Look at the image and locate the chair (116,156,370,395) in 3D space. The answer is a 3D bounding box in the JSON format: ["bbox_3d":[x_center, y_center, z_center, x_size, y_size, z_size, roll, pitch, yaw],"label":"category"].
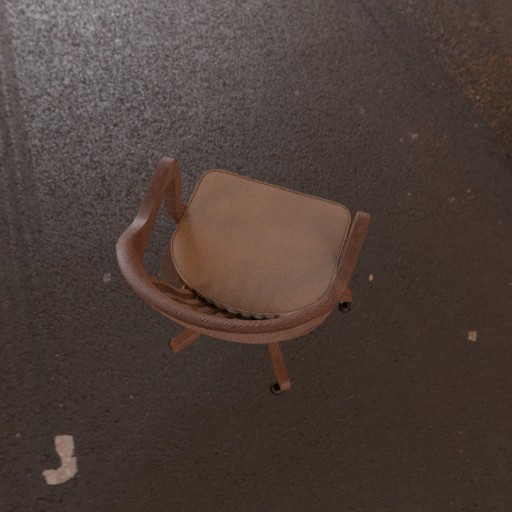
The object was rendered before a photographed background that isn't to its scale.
[{"bbox_3d":[0.000,0.000,1.448,0.750,0.878,0.788,17,65,8],"label":"chair"}]
